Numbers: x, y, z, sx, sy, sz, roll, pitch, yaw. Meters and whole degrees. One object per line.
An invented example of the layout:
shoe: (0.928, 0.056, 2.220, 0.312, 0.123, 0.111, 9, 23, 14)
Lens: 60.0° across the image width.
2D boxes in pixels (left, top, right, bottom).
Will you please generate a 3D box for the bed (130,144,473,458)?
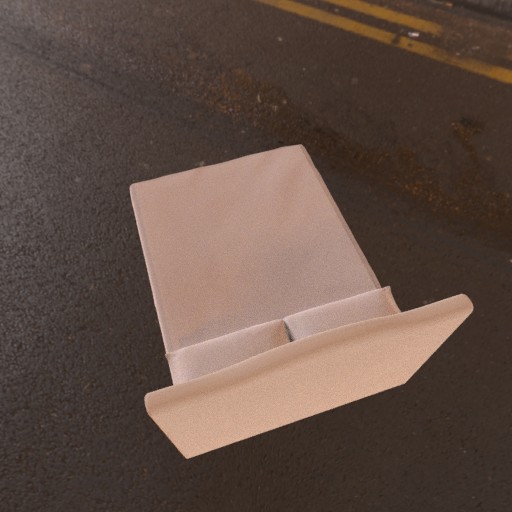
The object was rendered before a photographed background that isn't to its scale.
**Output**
bed: (0.000, 0.000, 3.260, 1.753, 1.460, 2.143, -15, 59, -10)
